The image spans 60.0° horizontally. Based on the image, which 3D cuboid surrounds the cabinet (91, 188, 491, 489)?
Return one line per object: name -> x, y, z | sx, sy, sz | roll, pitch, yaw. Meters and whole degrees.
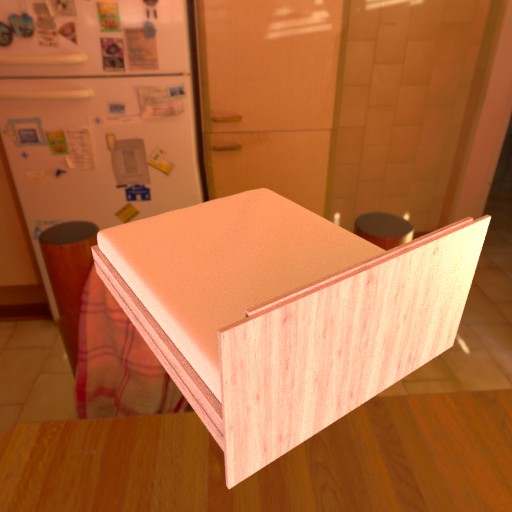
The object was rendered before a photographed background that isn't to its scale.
cabinet -> 0.000, 0.000, 3.018 | 1.750, 0.970, 2.080 | -19, 36, -29
